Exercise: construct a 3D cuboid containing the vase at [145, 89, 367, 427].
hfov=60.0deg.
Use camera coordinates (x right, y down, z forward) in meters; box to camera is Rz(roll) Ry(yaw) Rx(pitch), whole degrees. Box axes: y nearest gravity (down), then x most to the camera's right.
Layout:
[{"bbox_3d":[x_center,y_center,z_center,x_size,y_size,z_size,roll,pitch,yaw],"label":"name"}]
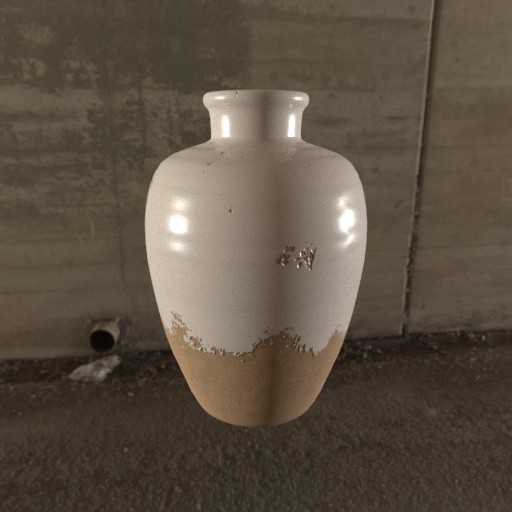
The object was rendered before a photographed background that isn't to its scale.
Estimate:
[{"bbox_3d":[0.000,0.000,0.331,0.158,0.228,0.158,0,16,0],"label":"vase"}]
